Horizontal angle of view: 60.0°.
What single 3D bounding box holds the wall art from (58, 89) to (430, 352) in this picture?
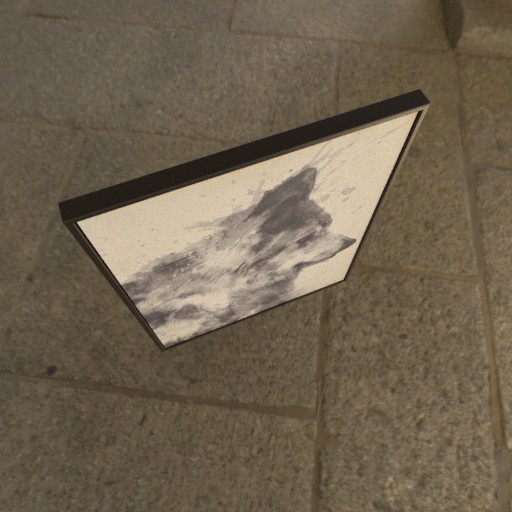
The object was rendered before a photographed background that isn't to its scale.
[{"bbox_3d":[0.000,0.000,0.757,0.451,0.551,0.028,-20,65,-10],"label":"wall art"}]
